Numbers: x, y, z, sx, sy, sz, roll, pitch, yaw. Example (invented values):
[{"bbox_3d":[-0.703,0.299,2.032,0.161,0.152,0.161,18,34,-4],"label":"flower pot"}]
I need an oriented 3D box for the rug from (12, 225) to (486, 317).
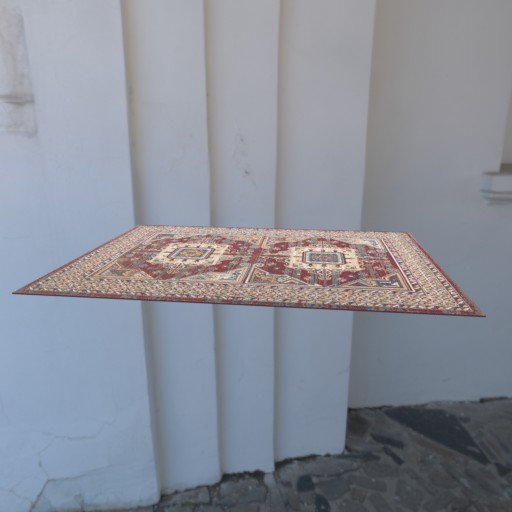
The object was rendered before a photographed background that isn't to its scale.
[{"bbox_3d":[0.000,0.000,4.094,3.197,0.013,2.381,2,16,7],"label":"rug"}]
